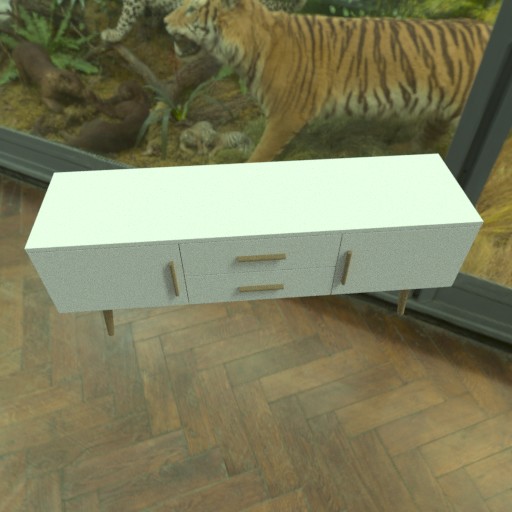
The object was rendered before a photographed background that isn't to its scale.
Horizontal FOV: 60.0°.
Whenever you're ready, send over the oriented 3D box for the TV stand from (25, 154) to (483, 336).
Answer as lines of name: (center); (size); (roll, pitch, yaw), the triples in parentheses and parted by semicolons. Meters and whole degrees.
TV stand: (0.000, 0.000, 1.671); (1.398, 0.560, 0.401); (-4, 46, -3)
